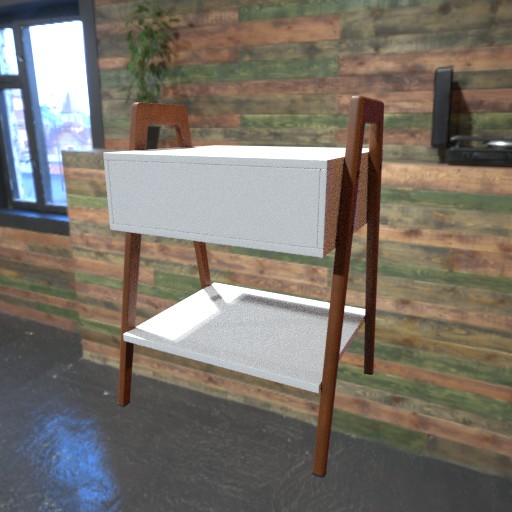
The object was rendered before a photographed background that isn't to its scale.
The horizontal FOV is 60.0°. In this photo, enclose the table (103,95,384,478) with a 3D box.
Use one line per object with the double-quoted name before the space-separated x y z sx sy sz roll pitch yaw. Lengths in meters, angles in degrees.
"table" 0.000 0.000 0.927 0.457 0.610 0.405 8 18 26
